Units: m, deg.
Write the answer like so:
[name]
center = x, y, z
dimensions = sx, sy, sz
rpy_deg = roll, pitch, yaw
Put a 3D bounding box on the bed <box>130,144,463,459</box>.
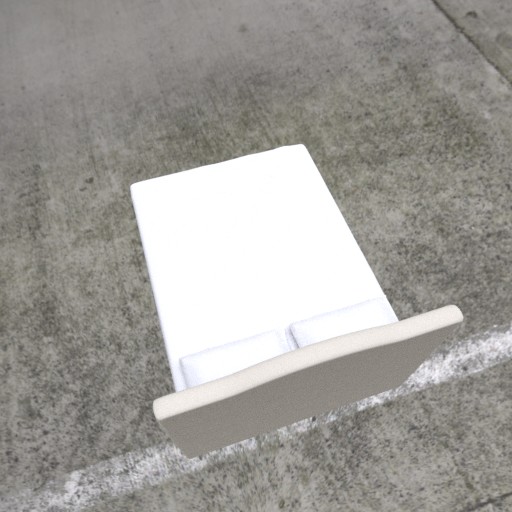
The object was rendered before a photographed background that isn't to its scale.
[bed]
center = 0.000, 0.000, 3.308
dimensions = 1.741, 1.449, 2.196
rpy_deg = -15, 59, -9
